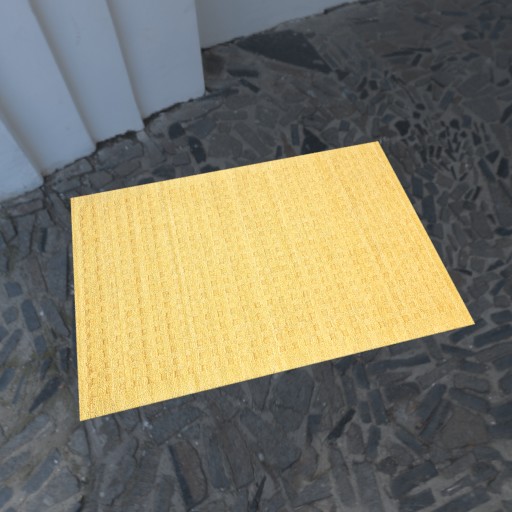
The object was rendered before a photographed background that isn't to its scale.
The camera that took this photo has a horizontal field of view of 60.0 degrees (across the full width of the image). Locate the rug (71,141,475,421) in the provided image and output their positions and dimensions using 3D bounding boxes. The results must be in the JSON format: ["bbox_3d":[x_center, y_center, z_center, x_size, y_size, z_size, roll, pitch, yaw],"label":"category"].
[{"bbox_3d":[0.000,0.000,2.856,2.286,0.006,1.524,-12,60,-7],"label":"rug"}]
